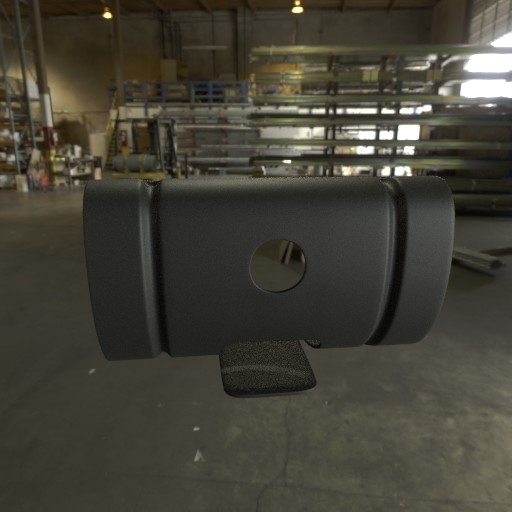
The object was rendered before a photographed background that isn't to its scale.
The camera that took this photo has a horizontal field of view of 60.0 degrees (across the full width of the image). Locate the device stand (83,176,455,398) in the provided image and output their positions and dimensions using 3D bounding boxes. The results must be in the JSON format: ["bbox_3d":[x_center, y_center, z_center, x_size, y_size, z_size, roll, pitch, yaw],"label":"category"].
[{"bbox_3d":[0.000,0.000,0.401,0.256,0.155,0.236,-2,15,-7],"label":"device stand"}]
